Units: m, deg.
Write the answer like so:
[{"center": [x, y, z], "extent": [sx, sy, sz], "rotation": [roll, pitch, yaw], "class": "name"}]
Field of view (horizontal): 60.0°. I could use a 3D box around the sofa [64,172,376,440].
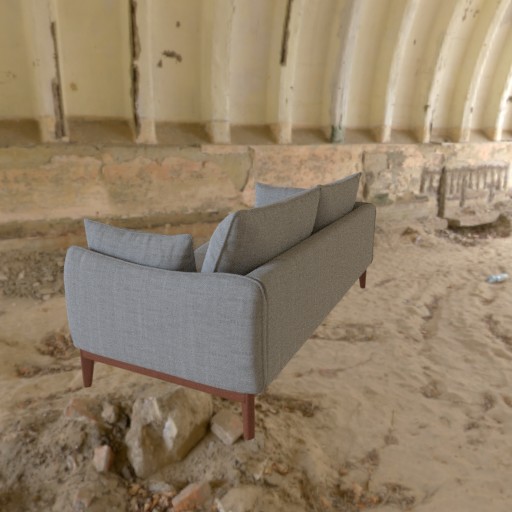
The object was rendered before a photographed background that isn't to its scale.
[{"center": [0.000, 0.000, 2.531], "extent": [0.972, 0.851, 1.989], "rotation": [7, 17, 25], "class": "sofa"}]
